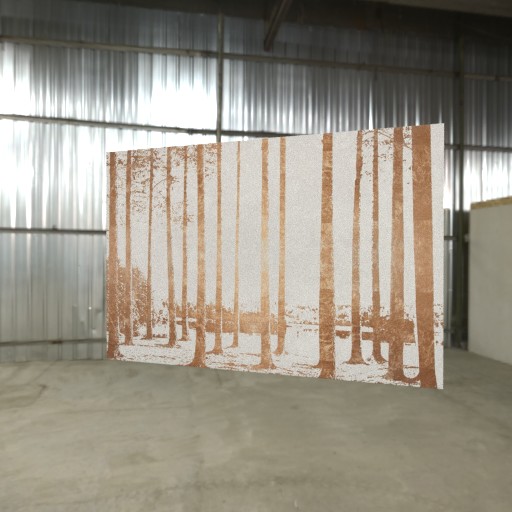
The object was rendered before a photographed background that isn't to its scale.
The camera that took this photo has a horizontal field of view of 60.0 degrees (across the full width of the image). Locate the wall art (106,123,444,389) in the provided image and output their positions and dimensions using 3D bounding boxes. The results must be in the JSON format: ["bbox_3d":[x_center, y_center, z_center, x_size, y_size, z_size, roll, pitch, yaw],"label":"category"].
[{"bbox_3d":[0.000,0.000,1.173,0.914,0.609,0.035,0,1,18],"label":"wall art"}]
